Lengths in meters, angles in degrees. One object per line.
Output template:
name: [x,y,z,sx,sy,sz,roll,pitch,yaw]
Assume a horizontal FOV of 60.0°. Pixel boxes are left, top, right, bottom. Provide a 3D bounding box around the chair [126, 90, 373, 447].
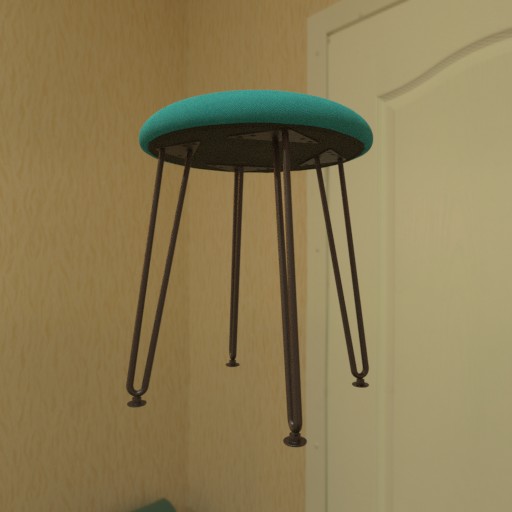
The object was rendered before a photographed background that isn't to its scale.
chair: [0.000,0.000,0.687,0.350,0.430,0.350,0,1,18]
